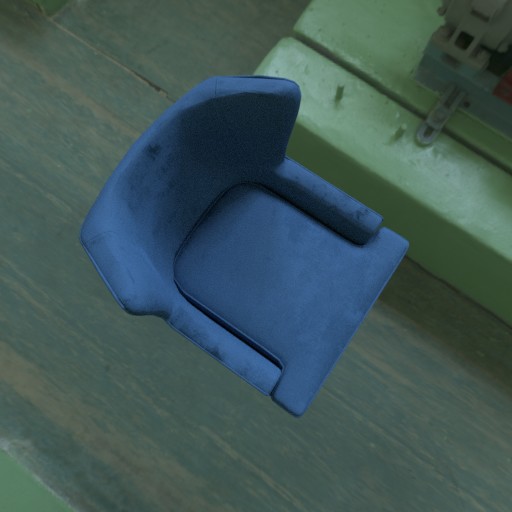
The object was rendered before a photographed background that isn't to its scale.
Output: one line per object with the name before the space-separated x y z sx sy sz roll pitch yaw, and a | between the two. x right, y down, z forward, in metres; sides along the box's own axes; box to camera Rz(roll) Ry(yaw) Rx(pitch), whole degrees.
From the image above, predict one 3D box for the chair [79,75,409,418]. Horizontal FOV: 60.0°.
chair | 0.000 0.000 1.625 0.910 0.952 0.793 34 79 8
